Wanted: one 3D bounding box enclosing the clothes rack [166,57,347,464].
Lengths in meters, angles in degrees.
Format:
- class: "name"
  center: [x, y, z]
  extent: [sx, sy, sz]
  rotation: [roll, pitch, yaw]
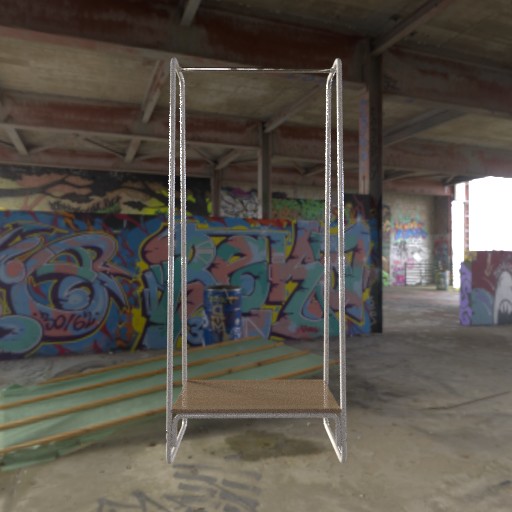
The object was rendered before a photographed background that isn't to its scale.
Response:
- class: "clothes rack"
  center: [0.000, 0.000, 1.761]
  extent: [0.640, 1.500, 0.400]
  rotation: [0, 0, -1]
